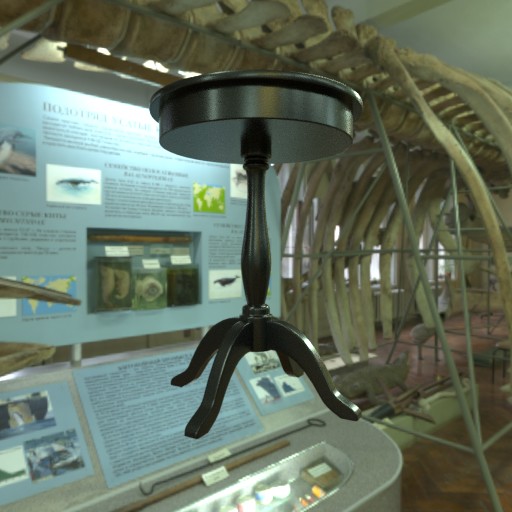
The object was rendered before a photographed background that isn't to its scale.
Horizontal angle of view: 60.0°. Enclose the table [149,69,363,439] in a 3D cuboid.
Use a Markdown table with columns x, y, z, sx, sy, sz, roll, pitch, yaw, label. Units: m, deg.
| x | y | z | sx | sy | sz | roll | pitch | yaw | label |
| --- | --- | --- | --- | --- | --- | --- | --- | --- | --- |
| 0.000 | 0.000 | 1.021 | 0.481 | 0.665 | 0.481 | 0 | 1 | 0 | table |
